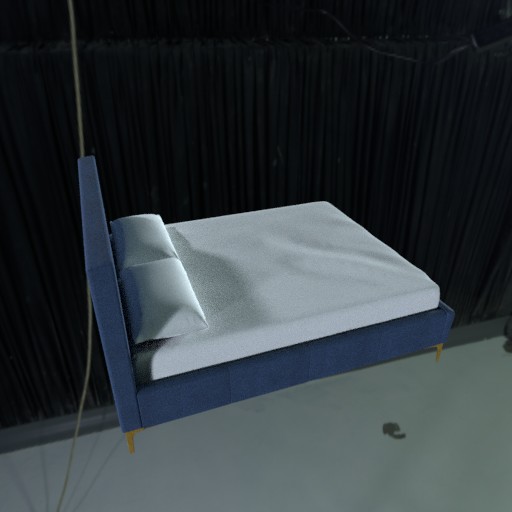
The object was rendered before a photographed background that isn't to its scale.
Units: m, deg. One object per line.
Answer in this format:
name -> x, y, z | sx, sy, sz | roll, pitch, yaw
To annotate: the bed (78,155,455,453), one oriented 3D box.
bed -> 0.000, 0.000, 3.190 | 2.172, 1.231, 1.723 | -10, 31, -18
